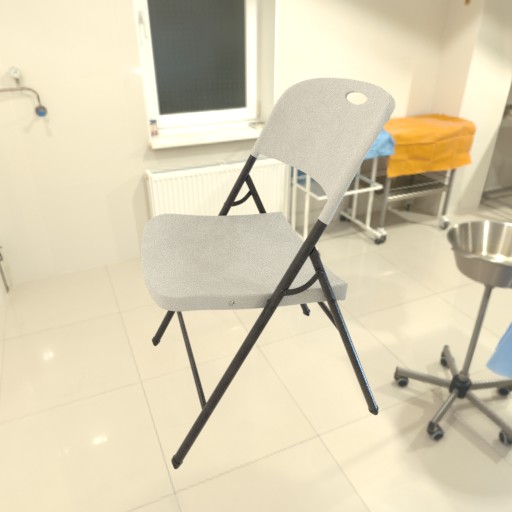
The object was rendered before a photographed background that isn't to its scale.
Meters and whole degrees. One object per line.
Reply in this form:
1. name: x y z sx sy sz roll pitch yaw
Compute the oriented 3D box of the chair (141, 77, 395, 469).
1. chair: 0.000 0.000 1.132 0.566 0.810 0.494 -9 30 -15
